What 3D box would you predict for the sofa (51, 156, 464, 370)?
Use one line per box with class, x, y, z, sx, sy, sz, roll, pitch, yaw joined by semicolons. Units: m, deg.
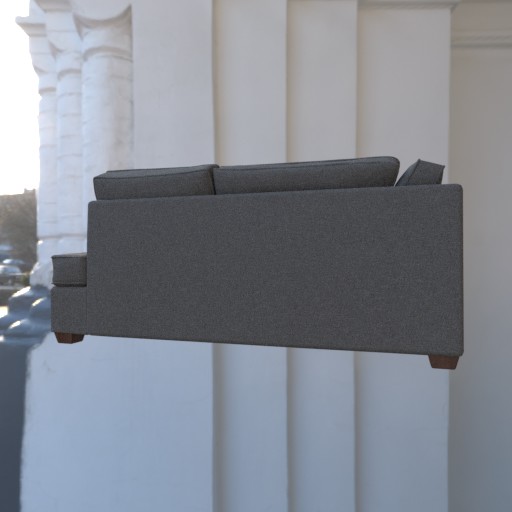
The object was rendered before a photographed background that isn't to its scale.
sofa;0.000;0.000;2.781;2.237;1.033;1.110;0;-1;17
